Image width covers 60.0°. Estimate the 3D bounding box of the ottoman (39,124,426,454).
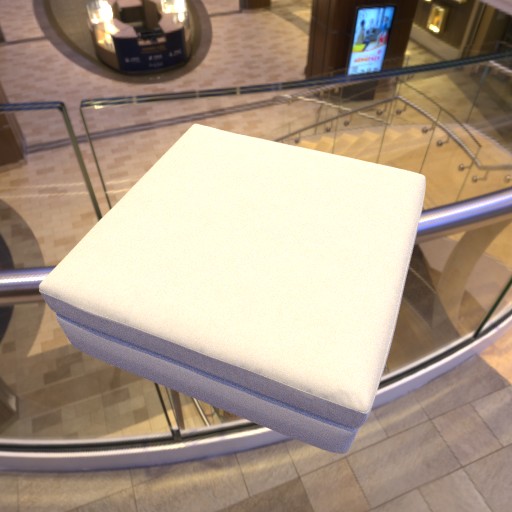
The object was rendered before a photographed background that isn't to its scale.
[{"bbox_3d":[0.000,0.000,1.816,1.163,0.482,1.167,17,49,15],"label":"ottoman"}]
